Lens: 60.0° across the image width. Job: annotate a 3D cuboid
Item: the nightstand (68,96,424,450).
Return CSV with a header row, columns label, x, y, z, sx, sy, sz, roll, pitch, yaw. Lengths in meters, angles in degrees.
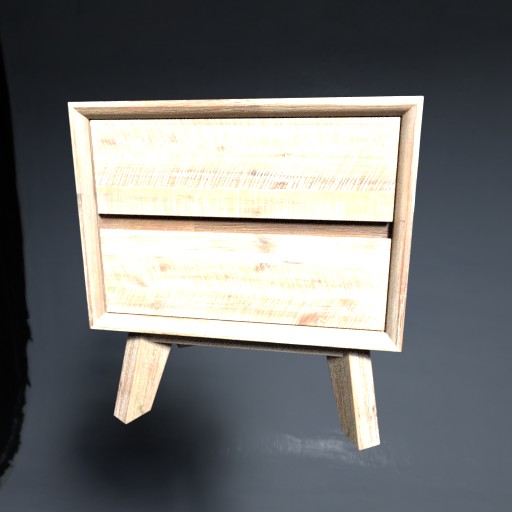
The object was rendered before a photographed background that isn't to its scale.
label,x,y,z,sx,sy,sz,roll,pitch,yaw
nightstand,0.000,0.000,0.935,0.552,0.589,0.396,2,14,10
